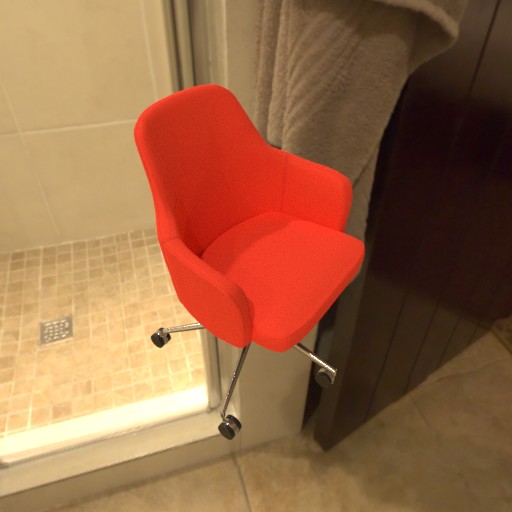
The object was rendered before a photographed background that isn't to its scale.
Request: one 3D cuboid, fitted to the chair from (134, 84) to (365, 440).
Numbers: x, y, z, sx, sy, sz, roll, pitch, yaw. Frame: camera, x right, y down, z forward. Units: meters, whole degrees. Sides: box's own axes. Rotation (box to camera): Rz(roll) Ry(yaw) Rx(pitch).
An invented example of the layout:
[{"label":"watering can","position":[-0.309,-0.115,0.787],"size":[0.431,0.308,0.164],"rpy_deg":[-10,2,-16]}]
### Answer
[{"label":"chair","position":[0.000,0.000,1.283],"size":[0.600,0.820,0.655],"rpy_deg":[25,47,26]}]
